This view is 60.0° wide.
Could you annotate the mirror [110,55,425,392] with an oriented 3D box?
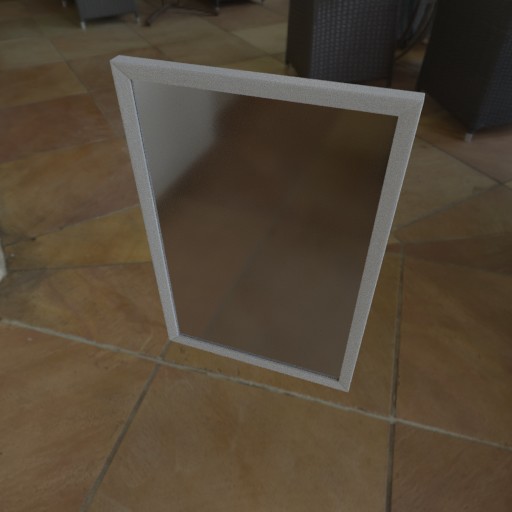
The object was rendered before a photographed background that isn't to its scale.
[{"bbox_3d":[0.000,0.000,1.138,0.609,0.915,0.040,13,44,14],"label":"mirror"}]
